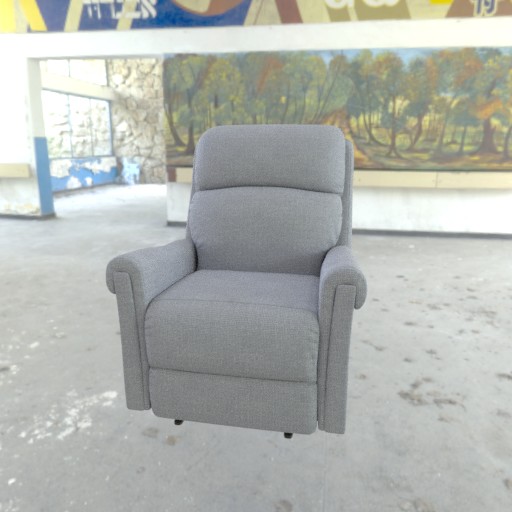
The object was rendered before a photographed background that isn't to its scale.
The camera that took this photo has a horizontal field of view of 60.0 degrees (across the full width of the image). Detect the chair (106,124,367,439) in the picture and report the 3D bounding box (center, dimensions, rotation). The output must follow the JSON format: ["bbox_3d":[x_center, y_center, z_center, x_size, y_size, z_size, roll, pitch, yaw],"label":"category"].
[{"bbox_3d":[0.000,0.000,1.809,0.838,1.054,1.014,3,15,10],"label":"chair"}]
